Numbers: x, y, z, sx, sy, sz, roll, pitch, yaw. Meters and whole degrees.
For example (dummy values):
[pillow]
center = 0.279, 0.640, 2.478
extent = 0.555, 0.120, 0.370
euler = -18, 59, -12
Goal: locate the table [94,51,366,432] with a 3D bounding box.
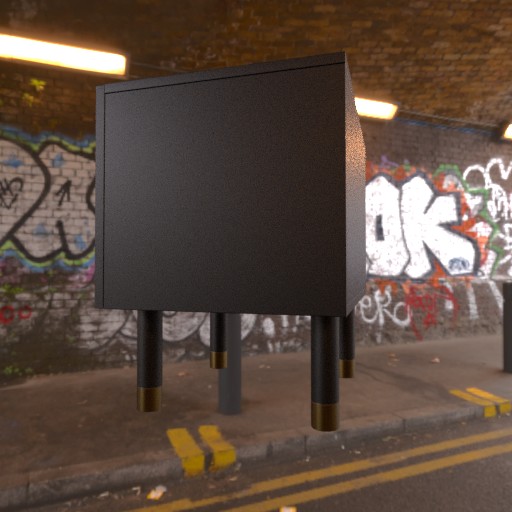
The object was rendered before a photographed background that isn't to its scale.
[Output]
[table]
center = 0.000, 0.000, 0.973
extent = 0.441, 0.584, 0.564
euler = 0, -1, 17
